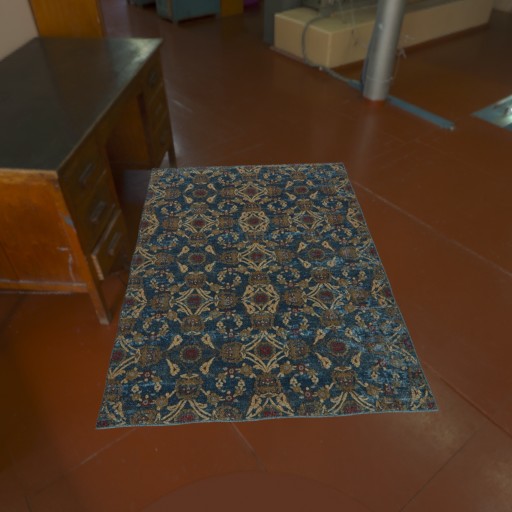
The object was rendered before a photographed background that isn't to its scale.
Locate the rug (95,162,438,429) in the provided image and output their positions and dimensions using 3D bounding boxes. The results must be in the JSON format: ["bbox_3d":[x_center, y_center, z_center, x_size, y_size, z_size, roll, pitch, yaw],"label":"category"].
[{"bbox_3d":[0.000,0.000,4.217,2.337,0.013,3.291,-2,43,-2],"label":"rug"}]
